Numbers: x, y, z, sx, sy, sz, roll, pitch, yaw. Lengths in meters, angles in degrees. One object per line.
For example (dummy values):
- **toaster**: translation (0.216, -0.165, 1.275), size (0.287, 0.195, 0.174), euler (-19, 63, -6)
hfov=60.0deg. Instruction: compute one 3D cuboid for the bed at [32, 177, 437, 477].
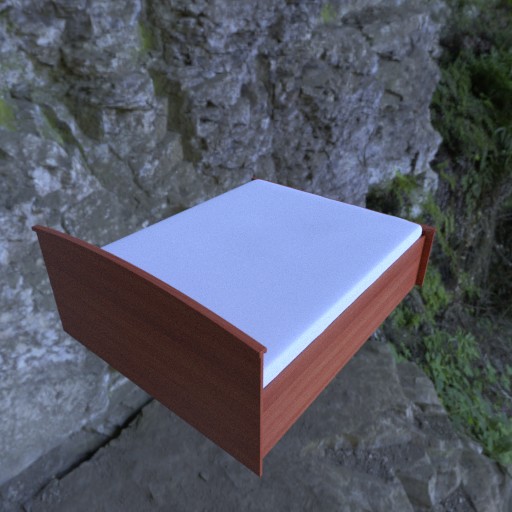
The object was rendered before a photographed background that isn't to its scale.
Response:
- **bed**: translation (0.000, 0.000, 2.977), size (1.683, 0.848, 2.053), euler (22, 37, 33)
